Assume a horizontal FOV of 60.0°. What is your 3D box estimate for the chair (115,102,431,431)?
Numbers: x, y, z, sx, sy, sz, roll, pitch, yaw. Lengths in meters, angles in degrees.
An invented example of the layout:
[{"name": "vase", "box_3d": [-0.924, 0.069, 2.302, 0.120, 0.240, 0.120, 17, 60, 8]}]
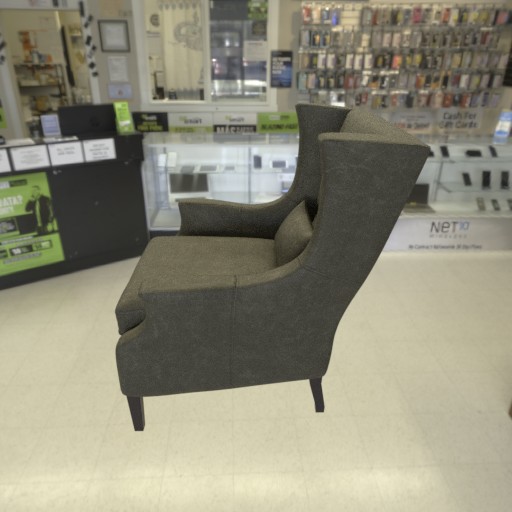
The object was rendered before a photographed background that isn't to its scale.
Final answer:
[{"name": "chair", "box_3d": [0.000, 0.000, 1.664, 0.926, 1.016, 0.853, 0, 26, 0]}]
